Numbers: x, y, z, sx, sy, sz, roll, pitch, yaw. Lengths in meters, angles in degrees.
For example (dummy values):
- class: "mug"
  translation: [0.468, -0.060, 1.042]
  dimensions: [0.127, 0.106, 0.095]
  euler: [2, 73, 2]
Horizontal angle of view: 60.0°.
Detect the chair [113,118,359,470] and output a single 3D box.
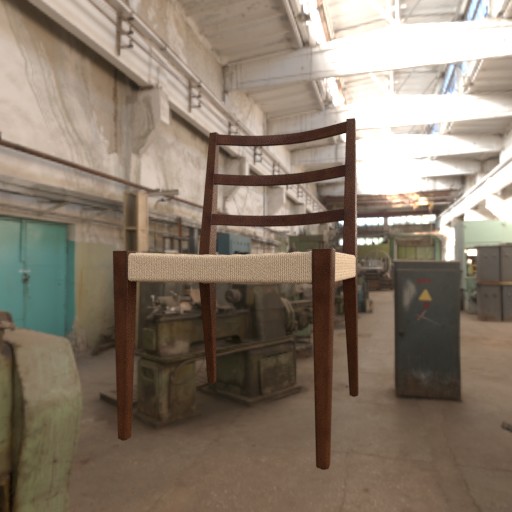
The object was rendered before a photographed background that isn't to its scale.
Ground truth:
- class: "chair"
  translation: [0.000, 0.000, 1.152]
  dimensions: [0.480, 0.813, 0.551]
  euler: [0, -1, 18]
